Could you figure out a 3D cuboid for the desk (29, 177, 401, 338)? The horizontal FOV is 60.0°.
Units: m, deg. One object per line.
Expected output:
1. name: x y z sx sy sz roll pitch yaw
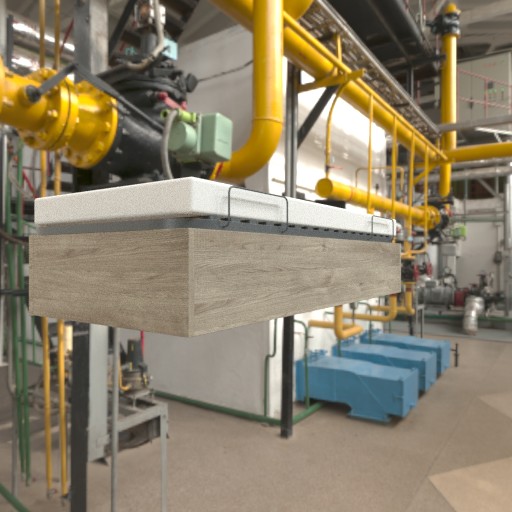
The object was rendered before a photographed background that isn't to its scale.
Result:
1. desk: 0.000 0.000 2.250 0.900 0.455 1.900 0 0 35
